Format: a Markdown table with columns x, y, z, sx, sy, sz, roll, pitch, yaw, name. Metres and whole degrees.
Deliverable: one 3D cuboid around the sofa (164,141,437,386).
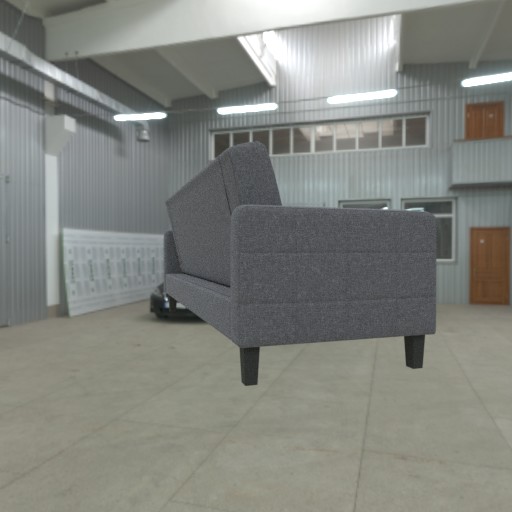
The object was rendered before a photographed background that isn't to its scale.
| x | y | z | sx | sy | sz | roll | pitch | yaw | name |
| --- | --- | --- | --- | --- | --- | --- | --- | --- | --- |
| 0.000 | 0.000 | 2.512 | 0.810 | 0.850 | 2.040 | 0 | 1 | -19 | sofa |
